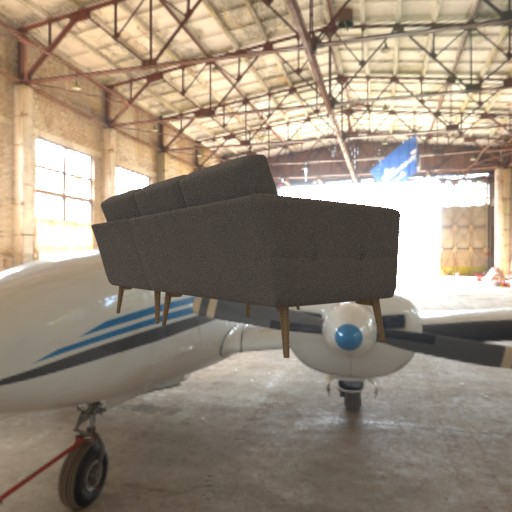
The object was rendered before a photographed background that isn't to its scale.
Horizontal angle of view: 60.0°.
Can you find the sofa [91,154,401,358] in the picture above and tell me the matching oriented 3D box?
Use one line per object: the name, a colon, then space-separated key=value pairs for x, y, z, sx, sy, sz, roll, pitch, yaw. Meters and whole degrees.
sofa: x=0.000 y=0.000 z=2.917 sx=1.530 sy=0.860 sz=2.040 roll=0 pitch=0 yaw=-38
